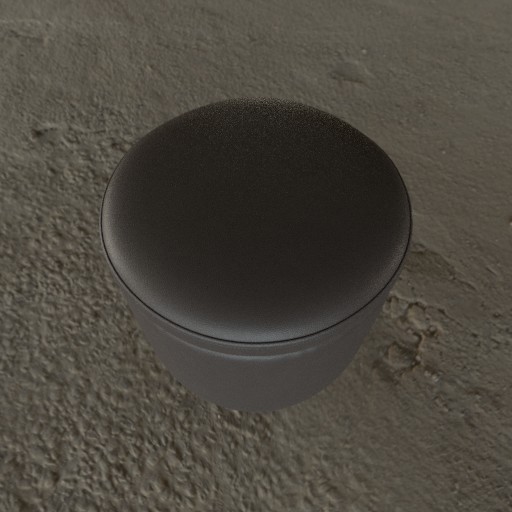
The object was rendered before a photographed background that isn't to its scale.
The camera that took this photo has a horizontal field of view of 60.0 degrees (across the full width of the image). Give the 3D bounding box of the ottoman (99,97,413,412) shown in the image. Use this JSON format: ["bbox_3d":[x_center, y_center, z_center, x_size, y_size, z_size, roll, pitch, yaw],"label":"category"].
[{"bbox_3d":[0.000,0.000,0.853,0.500,0.409,0.500,0,58,0],"label":"ottoman"}]
